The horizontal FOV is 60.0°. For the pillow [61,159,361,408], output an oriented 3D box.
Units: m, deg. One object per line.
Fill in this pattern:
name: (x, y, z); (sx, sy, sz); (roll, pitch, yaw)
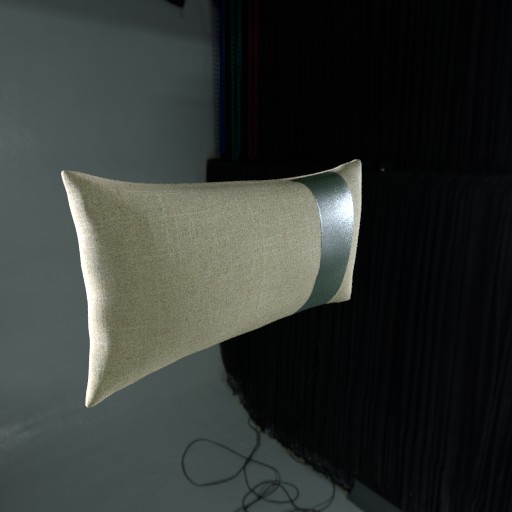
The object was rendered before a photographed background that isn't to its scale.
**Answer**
pillow: (0.000, 0.000, 1.040); (0.197, 0.429, 0.859); (14, 20, 43)
